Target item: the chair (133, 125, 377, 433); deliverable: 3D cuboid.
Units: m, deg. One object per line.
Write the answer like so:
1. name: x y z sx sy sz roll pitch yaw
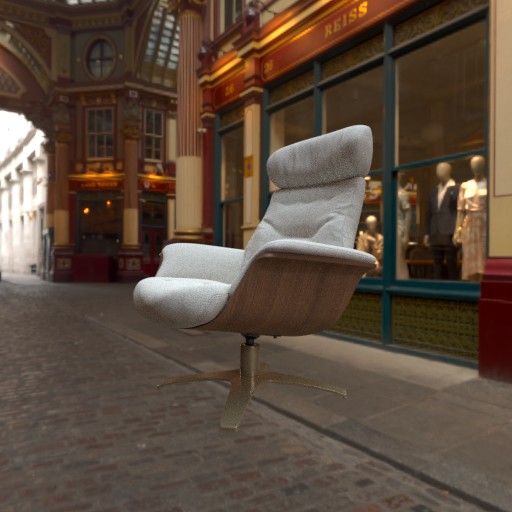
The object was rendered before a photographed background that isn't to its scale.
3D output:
1. chair: 0.000 0.000 1.634 0.837 0.995 0.785 -1 1 -35
